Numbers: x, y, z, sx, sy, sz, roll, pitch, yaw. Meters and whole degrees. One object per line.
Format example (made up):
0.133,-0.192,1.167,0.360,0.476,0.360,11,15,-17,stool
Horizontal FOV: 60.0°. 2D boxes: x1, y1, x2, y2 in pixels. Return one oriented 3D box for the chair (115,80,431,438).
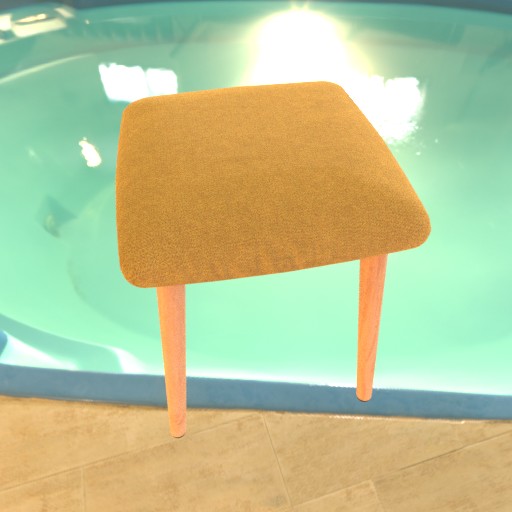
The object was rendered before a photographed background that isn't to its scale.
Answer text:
0.000,0.000,0.694,0.350,0.440,0.350,-8,48,-7,chair
